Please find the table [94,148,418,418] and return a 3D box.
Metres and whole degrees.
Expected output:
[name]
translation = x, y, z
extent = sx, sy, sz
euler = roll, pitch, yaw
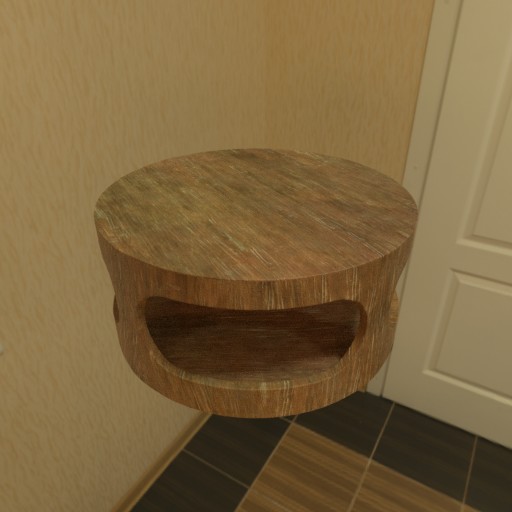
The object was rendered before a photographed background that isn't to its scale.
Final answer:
[table]
translation = 0.000, 0.000, 1.508
extent = 0.974, 0.450, 0.974
euler = 0, 30, 0
